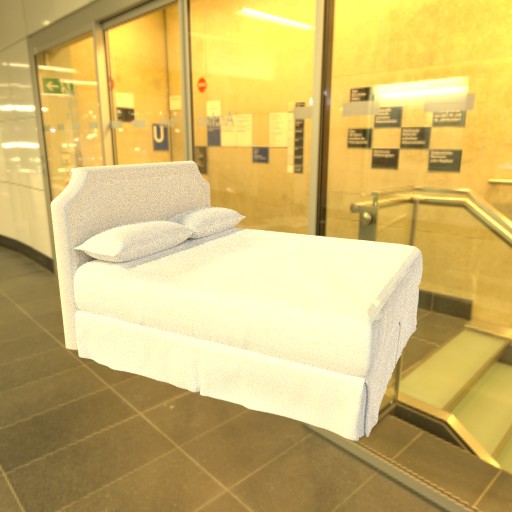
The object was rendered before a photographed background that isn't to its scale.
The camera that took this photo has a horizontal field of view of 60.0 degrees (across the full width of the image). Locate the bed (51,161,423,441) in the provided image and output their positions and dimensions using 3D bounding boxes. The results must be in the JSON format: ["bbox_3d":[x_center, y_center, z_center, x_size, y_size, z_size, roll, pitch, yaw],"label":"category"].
[{"bbox_3d":[0.000,0.000,3.855,2.548,1.524,2.134,7,16,27],"label":"bed"}]
